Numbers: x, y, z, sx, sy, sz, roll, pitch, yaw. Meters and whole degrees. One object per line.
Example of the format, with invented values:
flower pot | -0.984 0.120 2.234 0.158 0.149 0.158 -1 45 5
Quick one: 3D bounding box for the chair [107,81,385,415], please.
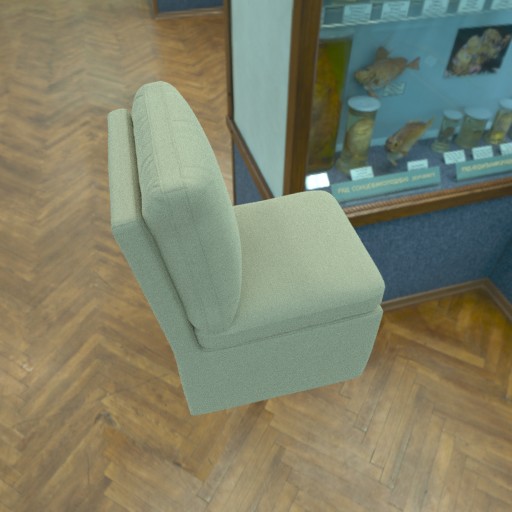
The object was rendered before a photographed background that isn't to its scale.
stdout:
chair | 0.000 0.000 1.342 0.698 0.927 0.503 -10 46 -10
